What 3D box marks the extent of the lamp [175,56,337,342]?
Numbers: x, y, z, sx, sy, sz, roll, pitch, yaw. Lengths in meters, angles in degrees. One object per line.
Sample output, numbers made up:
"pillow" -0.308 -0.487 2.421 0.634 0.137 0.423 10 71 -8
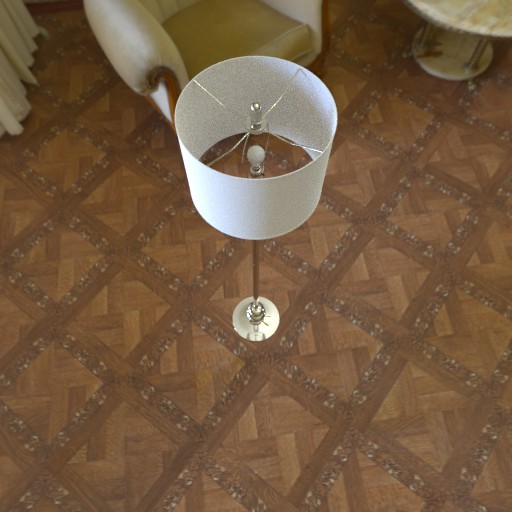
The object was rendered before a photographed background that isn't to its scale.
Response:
"lamp" 0.000 0.000 1.617 0.356 1.487 0.356 33 68 15
